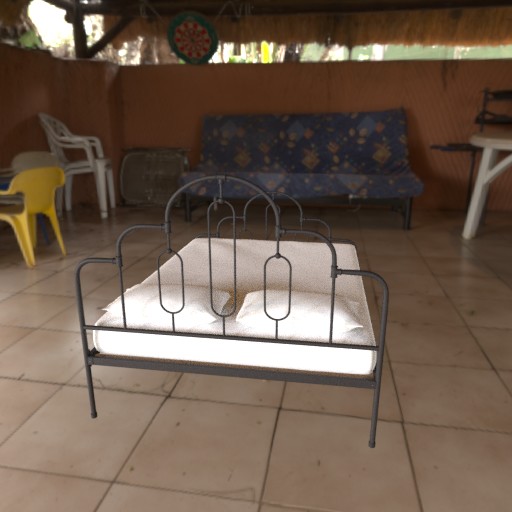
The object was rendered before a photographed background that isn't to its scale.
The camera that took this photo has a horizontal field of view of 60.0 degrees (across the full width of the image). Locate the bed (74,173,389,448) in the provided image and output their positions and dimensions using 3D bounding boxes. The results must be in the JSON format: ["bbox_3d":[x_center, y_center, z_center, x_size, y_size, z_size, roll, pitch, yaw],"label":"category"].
[{"bbox_3d":[0.000,0.000,3.297,1.640,1.429,2.163,3,17,9],"label":"bed"}]
